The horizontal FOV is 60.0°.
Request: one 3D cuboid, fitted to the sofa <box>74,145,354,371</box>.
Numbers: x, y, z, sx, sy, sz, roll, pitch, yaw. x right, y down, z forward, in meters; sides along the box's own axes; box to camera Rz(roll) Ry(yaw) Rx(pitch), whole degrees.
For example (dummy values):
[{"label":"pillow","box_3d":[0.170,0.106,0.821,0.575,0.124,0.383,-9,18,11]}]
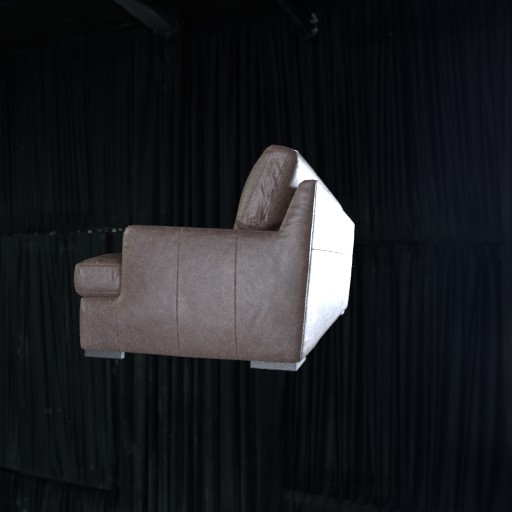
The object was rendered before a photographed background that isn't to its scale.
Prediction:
[{"label":"sofa","box_3d":[0.000,0.000,2.915,1.143,0.941,2.261,0,-1,16]}]
